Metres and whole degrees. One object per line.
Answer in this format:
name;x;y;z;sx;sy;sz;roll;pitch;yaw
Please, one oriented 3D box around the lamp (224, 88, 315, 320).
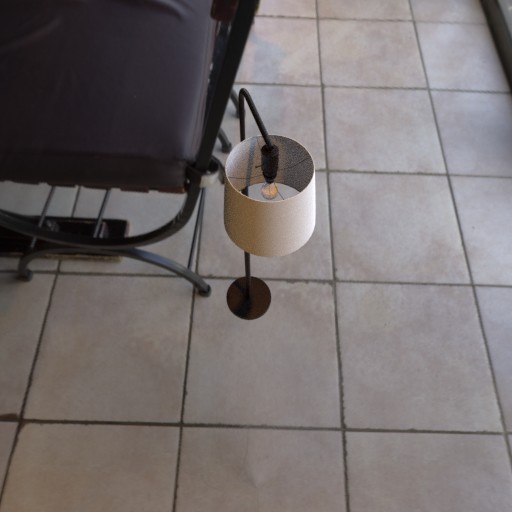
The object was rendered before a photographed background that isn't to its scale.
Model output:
lamp;0.000;0.000;1.694;0.254;1.478;0.508;-15;64;-8
